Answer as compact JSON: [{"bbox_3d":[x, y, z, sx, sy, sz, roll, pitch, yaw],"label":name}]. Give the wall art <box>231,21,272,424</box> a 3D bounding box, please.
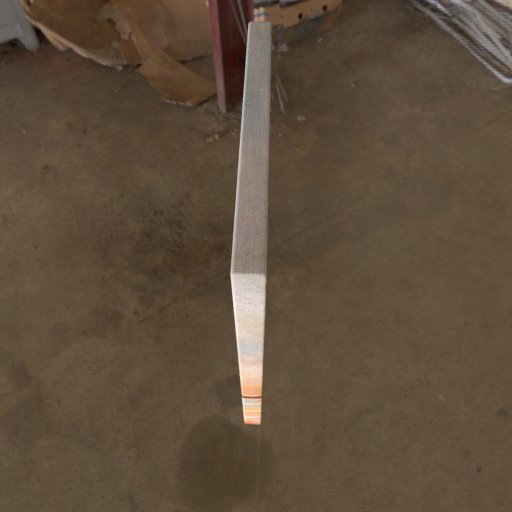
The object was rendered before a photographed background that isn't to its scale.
[{"bbox_3d":[0.000,0.000,0.793,0.035,0.605,0.443,1,57,1],"label":"wall art"}]
